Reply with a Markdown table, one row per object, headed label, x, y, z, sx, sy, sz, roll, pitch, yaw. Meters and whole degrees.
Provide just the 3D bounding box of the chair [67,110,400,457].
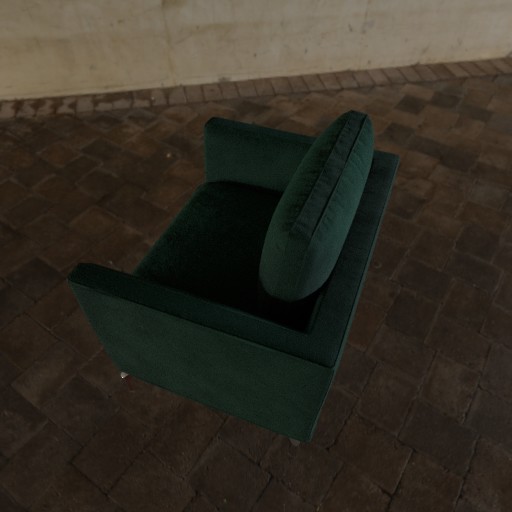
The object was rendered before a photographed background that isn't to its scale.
| label | x | y | z | sx | sy | sz | roll | pitch | yaw |
| --- | --- | --- | --- | --- | --- | --- | --- | --- | --- |
| chair | 0.000 | 0.000 | 1.742 | 0.852 | 0.997 | 1.047 | 16 | 49 | 15 |
